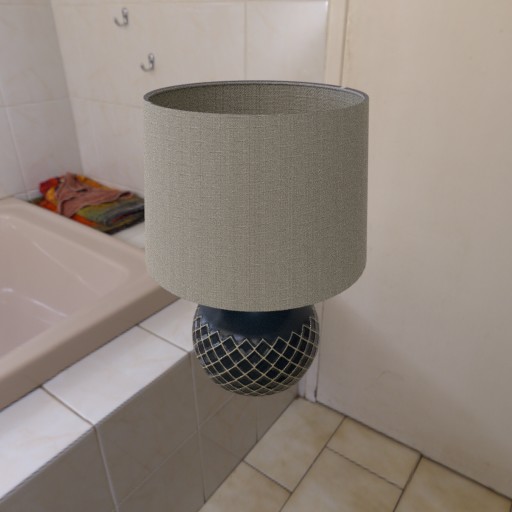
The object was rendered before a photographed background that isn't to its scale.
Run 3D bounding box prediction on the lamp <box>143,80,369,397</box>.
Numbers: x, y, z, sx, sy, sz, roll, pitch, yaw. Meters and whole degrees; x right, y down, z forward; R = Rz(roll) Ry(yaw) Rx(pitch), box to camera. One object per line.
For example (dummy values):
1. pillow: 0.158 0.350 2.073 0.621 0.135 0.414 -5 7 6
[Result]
1. lamp: 0.000 0.000 0.778 0.376 0.540 0.376 0 28 0
